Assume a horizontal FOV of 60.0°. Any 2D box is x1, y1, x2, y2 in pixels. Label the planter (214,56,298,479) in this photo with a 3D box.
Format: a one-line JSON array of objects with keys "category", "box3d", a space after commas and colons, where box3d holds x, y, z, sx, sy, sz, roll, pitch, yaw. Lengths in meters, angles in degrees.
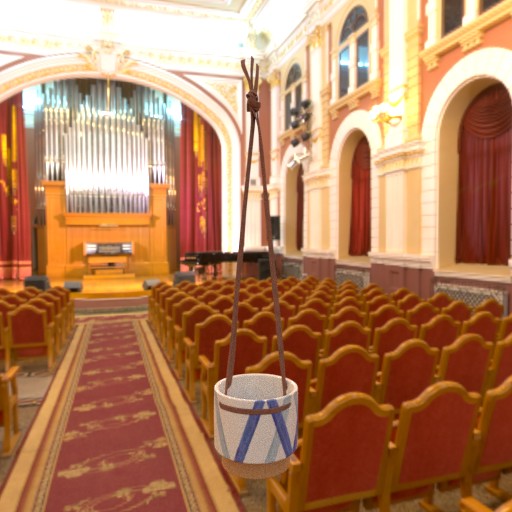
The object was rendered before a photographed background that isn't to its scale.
[{"category": "planter", "box3d": [0.000, 0.000, 0.800, 0.153, 0.753, 0.157, -1, 2, -18]}]
